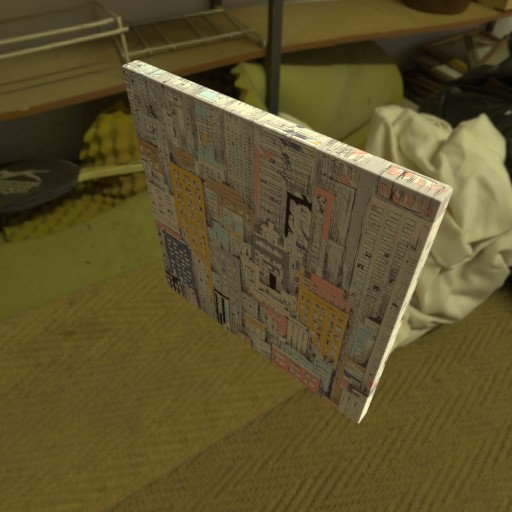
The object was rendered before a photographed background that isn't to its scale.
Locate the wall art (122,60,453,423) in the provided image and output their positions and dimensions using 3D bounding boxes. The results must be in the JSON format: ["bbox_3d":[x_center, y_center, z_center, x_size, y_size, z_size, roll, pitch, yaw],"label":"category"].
[{"bbox_3d":[0.000,0.000,0.886,0.607,0.608,0.038,31,53,27],"label":"wall art"}]
